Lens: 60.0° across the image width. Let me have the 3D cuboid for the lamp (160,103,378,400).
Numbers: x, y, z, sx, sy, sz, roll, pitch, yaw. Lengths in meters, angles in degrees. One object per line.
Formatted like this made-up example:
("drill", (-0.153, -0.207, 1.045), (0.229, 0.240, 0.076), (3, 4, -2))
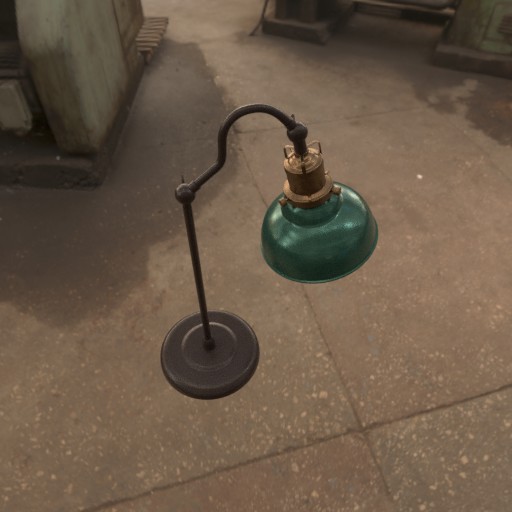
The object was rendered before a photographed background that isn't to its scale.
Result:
("lamp", (0.000, 0.000, 0.691), (0.374, 0.508, 0.192), (-10, 48, -9))
